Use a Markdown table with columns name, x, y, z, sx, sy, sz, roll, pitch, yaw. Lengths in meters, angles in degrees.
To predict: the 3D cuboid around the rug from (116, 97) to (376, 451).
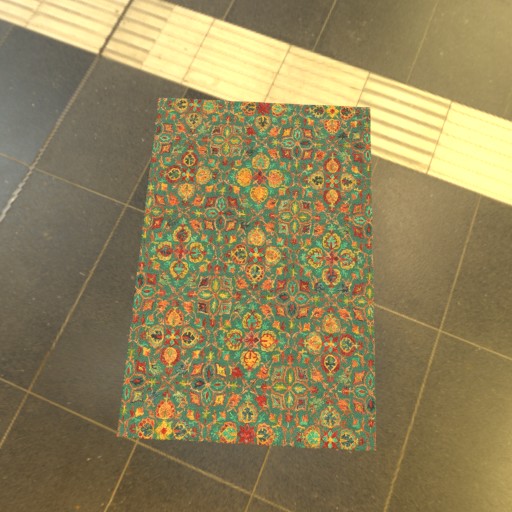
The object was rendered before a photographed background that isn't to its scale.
| name | x | y | z | sx | sy | sz | roll | pitch | yaw |
| --- | --- | --- | --- | --- | --- | --- | --- | --- | --- |
| rug | 0.000 | 0.000 | 2.892 | 1.527 | 0.016 | 2.290 | 3 | 75 | 1 |
